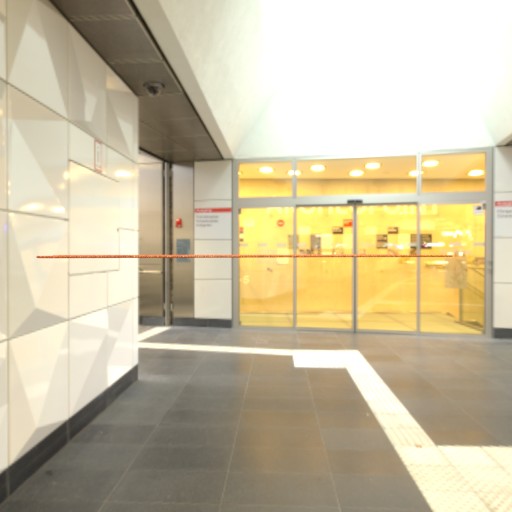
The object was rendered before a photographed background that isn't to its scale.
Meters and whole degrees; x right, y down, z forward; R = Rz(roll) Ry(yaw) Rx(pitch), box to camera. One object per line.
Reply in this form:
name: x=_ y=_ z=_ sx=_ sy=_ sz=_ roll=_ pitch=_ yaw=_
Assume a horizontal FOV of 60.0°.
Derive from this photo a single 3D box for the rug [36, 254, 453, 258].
rug: x=0.000 y=0.000 z=2.681 sx=2.307 sy=0.012 sz=0.687 roll=0 pitch=0 yaw=-17
